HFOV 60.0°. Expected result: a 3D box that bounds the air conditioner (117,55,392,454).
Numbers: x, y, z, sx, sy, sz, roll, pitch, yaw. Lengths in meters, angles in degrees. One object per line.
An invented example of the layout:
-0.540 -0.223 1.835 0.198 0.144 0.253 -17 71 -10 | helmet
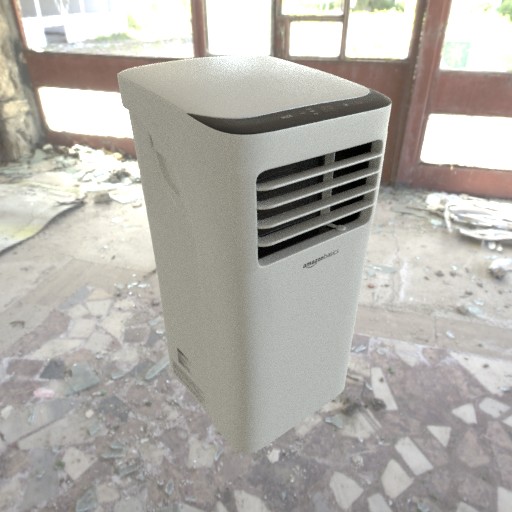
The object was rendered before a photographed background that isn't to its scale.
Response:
0.000 0.000 0.907 0.352 0.716 0.369 -22 37 -32 | air conditioner
